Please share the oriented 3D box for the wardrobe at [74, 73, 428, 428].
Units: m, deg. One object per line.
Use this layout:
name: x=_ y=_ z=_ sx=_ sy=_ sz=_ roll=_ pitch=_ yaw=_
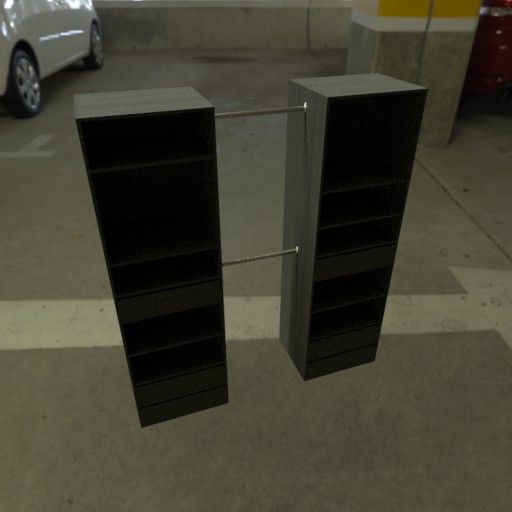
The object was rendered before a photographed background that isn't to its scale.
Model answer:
wardrobe: x=0.000 y=0.000 z=2.816 sx=1.770 sy=2.000 sz=0.480 roll=-11 pitch=34 yaw=-17
